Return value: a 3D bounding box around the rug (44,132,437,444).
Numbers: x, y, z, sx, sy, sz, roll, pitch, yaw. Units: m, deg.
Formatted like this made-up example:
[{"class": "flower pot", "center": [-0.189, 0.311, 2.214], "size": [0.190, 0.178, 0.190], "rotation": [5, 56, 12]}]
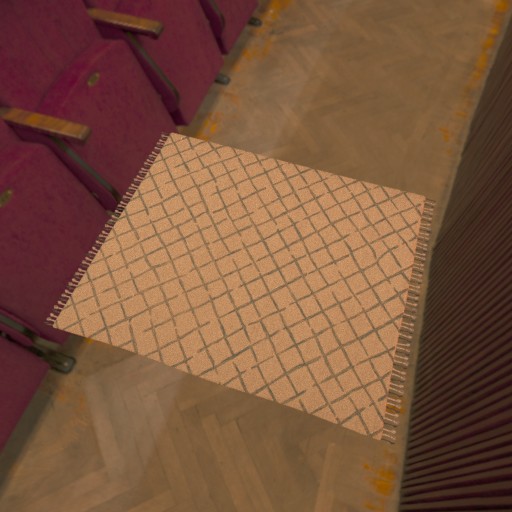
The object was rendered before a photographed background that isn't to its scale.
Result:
[{"class": "rug", "center": [0.000, 0.000, 4.886], "size": [3.585, 0.036, 2.892], "rotation": [16, 60, 10]}]
